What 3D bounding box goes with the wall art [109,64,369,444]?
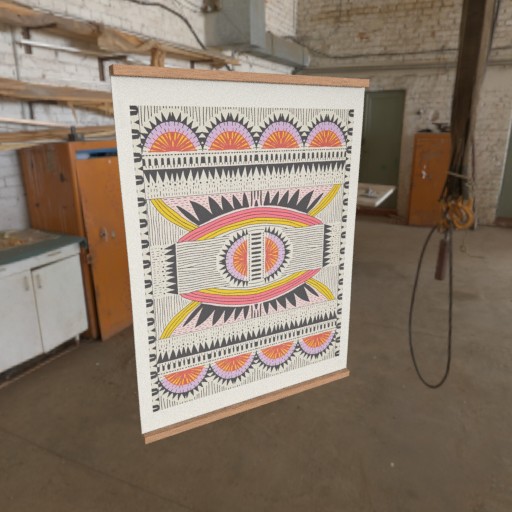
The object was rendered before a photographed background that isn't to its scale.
[{"bbox_3d":[0.000,0.000,0.797,0.456,0.609,0.028,-9,19,-27],"label":"wall art"}]
